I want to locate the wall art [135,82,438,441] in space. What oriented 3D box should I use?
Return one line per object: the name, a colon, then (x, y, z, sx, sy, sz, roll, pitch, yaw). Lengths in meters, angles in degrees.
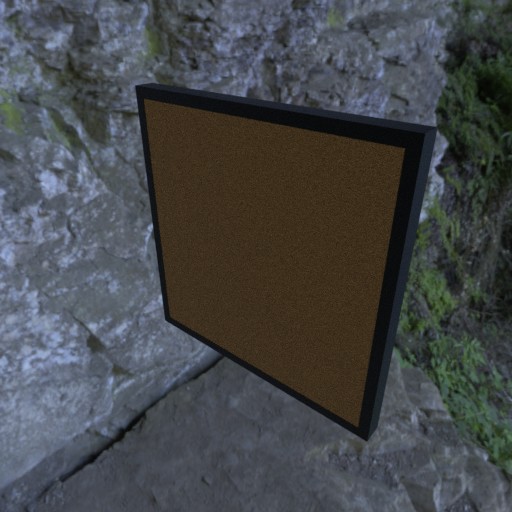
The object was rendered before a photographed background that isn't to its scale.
wall art: (0.000, 0.000, 0.760, 0.508, 0.508, 0.038, 22, 37, 33)
